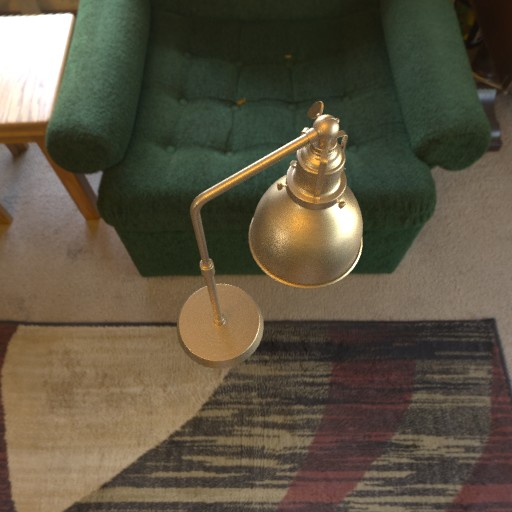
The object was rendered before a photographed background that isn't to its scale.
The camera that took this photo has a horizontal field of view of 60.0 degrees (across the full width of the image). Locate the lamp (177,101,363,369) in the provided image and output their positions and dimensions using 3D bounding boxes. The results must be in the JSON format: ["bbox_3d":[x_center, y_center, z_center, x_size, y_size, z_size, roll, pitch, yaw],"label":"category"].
[{"bbox_3d":[0.000,0.000,0.589,0.286,0.456,0.153,-16,64,-8],"label":"lamp"}]
